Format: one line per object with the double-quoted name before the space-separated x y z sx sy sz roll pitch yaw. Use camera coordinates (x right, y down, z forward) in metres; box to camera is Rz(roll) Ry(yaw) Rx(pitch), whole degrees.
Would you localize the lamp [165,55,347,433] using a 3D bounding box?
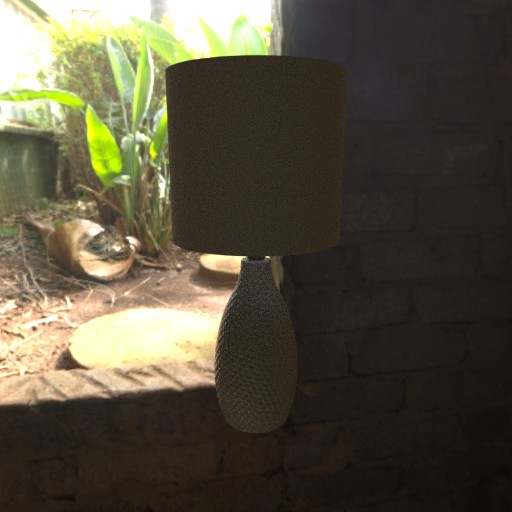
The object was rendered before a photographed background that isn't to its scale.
"lamp" 0.000 0.000 0.584 0.214 0.466 0.214 12 18 43
